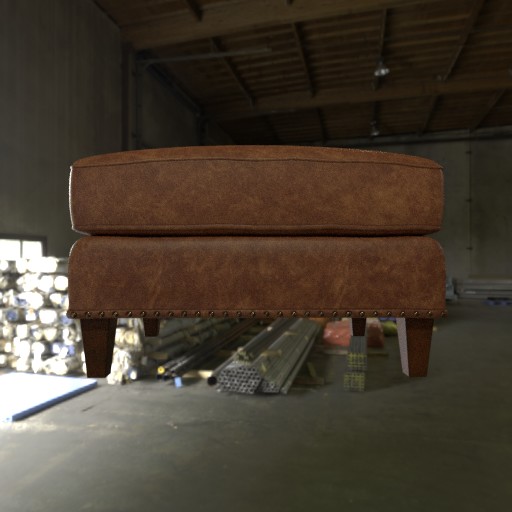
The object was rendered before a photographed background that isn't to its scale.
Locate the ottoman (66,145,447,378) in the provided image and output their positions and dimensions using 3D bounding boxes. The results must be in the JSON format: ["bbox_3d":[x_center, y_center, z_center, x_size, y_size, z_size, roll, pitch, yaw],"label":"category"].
[{"bbox_3d":[0.000,0.000,1.133,0.742,0.486,0.586,0,-1,-1],"label":"ottoman"}]
